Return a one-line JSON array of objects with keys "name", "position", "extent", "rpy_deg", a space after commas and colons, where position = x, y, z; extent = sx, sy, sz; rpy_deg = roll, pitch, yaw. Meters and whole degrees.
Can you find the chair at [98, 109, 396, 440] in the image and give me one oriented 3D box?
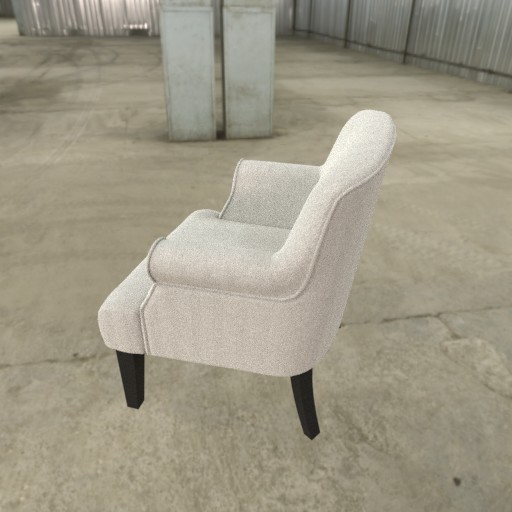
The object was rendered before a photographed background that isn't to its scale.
[{"name": "chair", "position": [0.000, 0.000, 1.434], "extent": [0.750, 0.875, 0.781], "rpy_deg": [8, 31, 14]}]
